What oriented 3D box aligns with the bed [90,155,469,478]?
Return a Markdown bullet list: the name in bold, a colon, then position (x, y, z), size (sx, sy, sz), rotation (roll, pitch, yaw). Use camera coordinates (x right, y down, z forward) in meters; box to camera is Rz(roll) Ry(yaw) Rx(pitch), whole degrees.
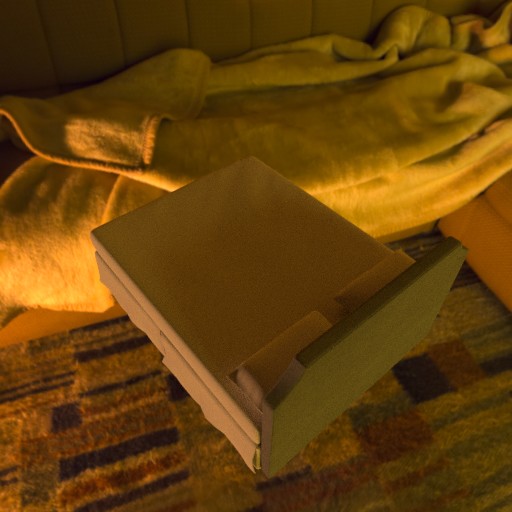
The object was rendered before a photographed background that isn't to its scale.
- **bed**: position (0.000, 0.000, 3.637), size (1.977, 1.306, 2.464), rotation (-31, 54, -26)
